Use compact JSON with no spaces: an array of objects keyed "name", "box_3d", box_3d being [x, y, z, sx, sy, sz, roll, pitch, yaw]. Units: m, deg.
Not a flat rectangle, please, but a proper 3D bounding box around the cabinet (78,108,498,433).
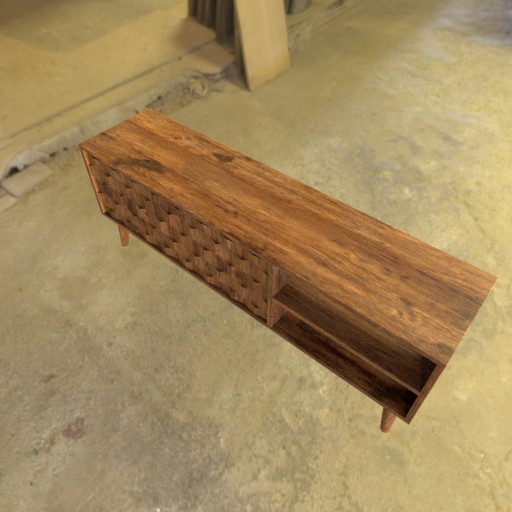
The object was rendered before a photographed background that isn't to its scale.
[{"name":"cabinet","box_3d":[0.000,0.000,1.639,1.448,0.528,0.349,31,54,26]}]
